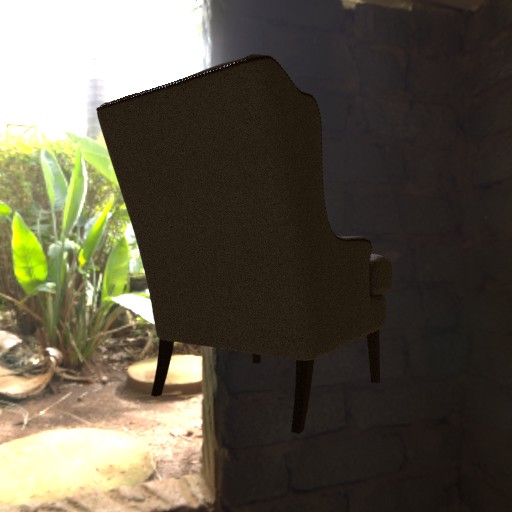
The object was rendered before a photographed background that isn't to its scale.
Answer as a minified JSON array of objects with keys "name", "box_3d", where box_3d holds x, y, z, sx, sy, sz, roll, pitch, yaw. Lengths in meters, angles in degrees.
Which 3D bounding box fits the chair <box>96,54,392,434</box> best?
[{"name":"chair","box_3d":[0.000,0.000,1.641,0.737,1.029,0.940,0,-1,35]}]
